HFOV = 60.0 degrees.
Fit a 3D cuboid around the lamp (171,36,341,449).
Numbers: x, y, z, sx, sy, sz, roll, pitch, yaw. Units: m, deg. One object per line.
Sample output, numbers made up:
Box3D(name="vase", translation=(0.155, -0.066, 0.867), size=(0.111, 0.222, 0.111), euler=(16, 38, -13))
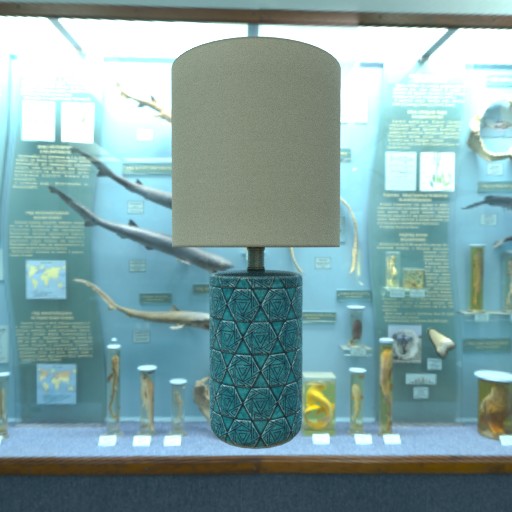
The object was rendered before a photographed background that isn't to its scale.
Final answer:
Box3D(name="lamp", translation=(0.000, 0.000, 0.742), size=(0.278, 0.597, 0.278), euler=(0, 1, 0))
